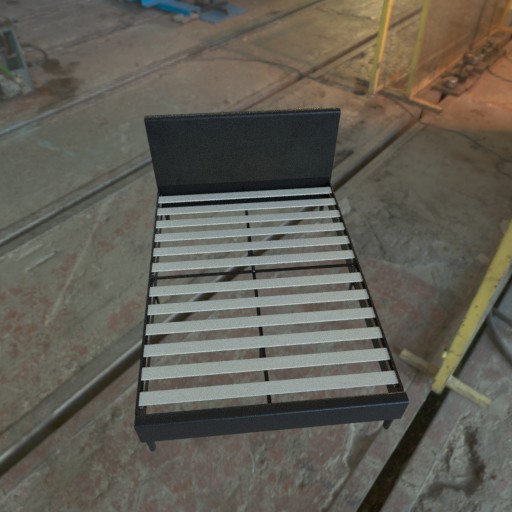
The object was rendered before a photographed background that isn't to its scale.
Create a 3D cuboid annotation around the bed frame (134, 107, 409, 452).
[{"bbox_3d":[0.000,0.000,3.295,1.634,1.127,2.318,-4,46,-4],"label":"bed frame"}]
